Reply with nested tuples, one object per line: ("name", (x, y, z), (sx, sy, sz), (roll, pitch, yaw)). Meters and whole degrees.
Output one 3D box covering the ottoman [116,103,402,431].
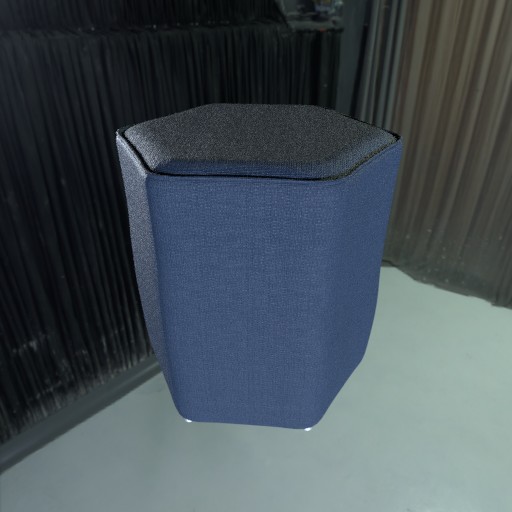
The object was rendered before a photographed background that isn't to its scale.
("ottoman", (0.000, 0.000, 0.875), (0.454, 0.505, 0.492), (22, 38, 33))
